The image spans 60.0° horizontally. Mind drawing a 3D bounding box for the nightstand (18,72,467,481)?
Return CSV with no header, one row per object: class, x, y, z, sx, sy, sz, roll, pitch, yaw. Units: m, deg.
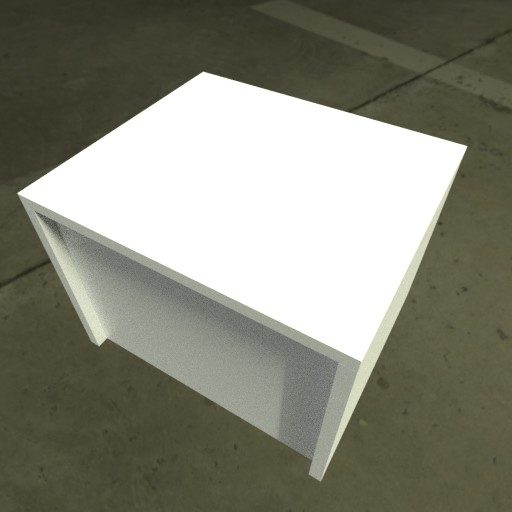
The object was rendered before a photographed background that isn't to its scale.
nightstand,0.000,0.000,0.734,0.470,0.351,0.408,24,51,21
